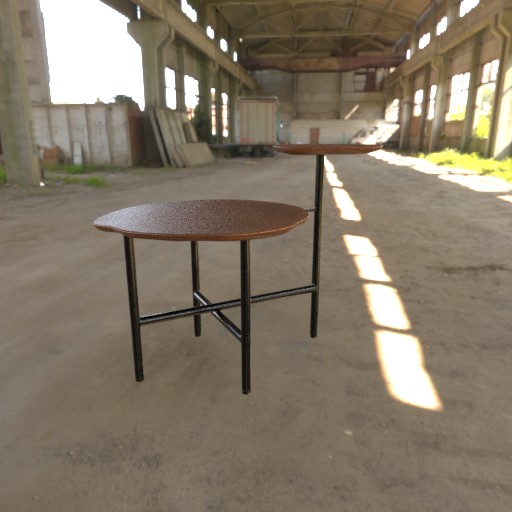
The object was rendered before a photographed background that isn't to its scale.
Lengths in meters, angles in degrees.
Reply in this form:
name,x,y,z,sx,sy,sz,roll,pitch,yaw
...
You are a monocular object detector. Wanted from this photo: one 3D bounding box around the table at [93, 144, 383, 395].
name,x,y,z,sx,sy,sz,roll,pitch,yaw
table,0.000,0.000,1.125,0.759,0.538,0.442,-8,18,-25
